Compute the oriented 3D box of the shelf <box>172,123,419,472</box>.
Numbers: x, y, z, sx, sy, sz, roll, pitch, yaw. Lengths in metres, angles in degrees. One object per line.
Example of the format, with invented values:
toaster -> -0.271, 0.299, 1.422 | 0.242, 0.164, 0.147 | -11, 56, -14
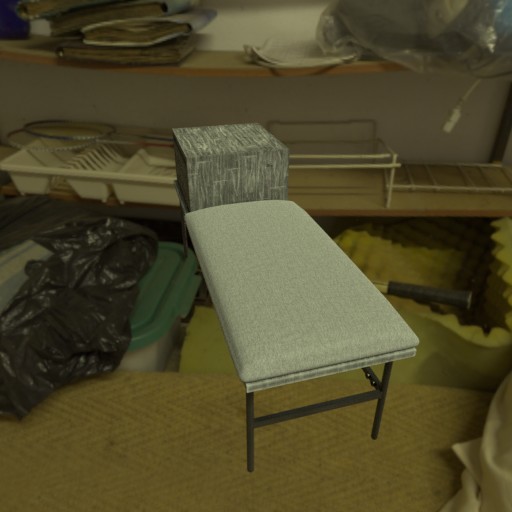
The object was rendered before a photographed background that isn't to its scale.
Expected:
shelf -> 0.000, 0.000, 1.622 | 0.457, 0.633, 1.342 | -8, 31, -14
